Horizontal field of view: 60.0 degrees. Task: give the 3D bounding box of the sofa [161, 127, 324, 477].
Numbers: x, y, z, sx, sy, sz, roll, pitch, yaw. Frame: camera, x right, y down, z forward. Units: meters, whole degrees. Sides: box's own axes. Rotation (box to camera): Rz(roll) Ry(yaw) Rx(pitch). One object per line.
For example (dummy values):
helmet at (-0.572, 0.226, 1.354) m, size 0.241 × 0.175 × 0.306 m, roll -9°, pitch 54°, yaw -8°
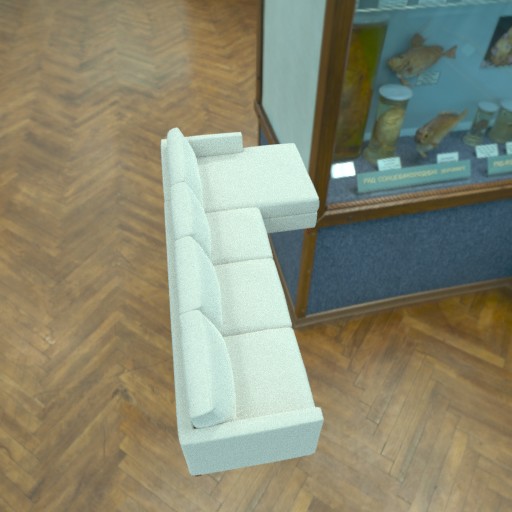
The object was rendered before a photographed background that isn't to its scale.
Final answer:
sofa at (0.000, 0.000, 4.160) m, size 1.606 × 0.954 × 3.471 m, roll -8°, pitch 48°, yaw -7°
